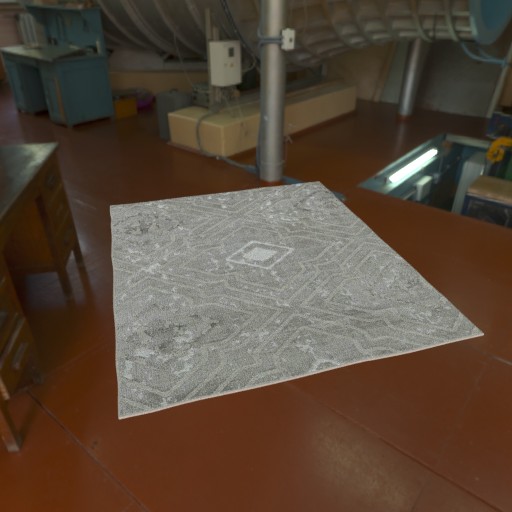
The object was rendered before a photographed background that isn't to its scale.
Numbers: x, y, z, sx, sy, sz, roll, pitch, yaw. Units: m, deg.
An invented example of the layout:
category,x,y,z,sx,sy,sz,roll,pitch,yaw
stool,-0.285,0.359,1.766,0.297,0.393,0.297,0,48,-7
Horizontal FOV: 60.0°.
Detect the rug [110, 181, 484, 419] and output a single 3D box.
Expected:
category,x,y,z,sx,sy,sz,roll,pitch,yaw
rug,0.000,0.000,0.878,0.548,0.006,0.639,-9,33,-14
